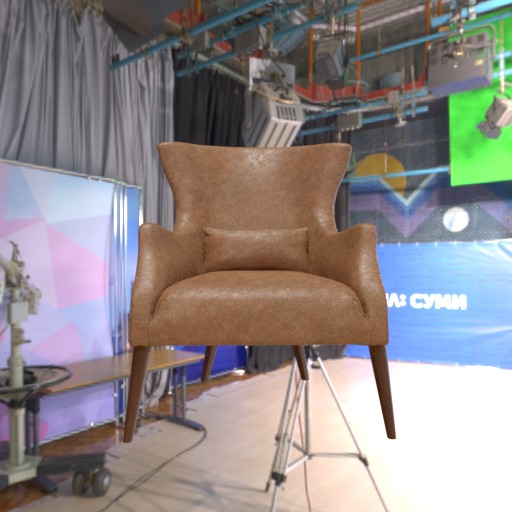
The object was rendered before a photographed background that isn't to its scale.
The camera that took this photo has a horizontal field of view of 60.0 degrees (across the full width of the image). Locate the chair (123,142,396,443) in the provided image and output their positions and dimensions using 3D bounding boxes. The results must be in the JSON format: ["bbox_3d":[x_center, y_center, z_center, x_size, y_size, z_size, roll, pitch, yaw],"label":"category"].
[{"bbox_3d":[0.000,0.000,1.728,0.846,1.067,0.955,0,0,-1],"label":"chair"}]
